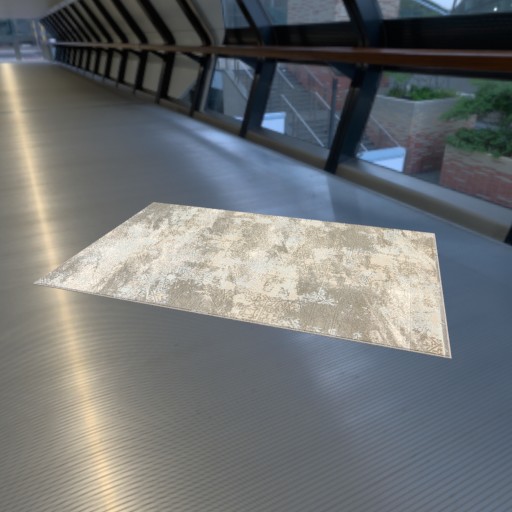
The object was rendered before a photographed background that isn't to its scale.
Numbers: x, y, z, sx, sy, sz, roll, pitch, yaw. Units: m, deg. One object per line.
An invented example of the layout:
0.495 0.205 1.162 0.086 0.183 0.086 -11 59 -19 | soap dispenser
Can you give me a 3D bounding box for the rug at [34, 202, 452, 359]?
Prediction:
0.000 0.000 3.099 2.431 0.012 1.536 8 28 15 | rug
